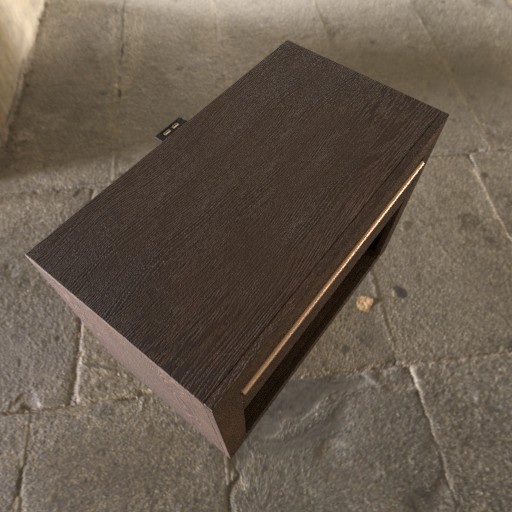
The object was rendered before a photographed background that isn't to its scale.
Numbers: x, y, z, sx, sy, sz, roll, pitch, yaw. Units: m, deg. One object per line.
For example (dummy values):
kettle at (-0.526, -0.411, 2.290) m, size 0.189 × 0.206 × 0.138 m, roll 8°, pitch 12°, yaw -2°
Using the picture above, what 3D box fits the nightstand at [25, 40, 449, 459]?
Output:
nightstand at (0.000, 0.000, 1.120) m, size 0.457 × 0.612 × 0.775 m, roll 34°, pitch 65°, yaw 18°
